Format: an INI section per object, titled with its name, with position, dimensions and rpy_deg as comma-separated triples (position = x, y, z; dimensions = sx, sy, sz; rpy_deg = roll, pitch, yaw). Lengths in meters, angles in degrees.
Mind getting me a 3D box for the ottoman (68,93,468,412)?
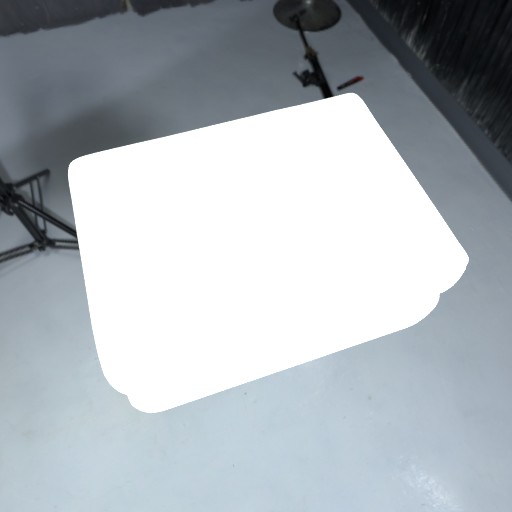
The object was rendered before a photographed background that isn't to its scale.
[ottoman]
position = 0.000, 0.000, 1.139
dimensions = 0.773, 0.499, 0.569
rpy_deg = -16, 60, -10
